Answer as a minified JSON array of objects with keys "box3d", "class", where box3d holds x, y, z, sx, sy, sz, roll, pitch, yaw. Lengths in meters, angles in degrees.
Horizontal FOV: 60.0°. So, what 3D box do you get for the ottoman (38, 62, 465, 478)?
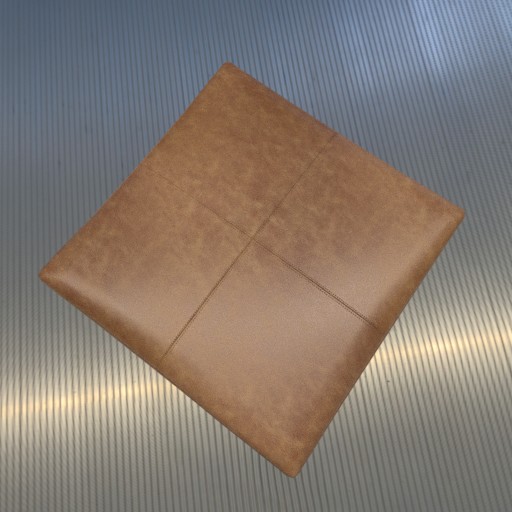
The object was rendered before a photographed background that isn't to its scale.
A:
[{"box3d":[0.000,0.000,1.825,1.168,0.483,1.169,35,78,9],"class":"ottoman"}]
